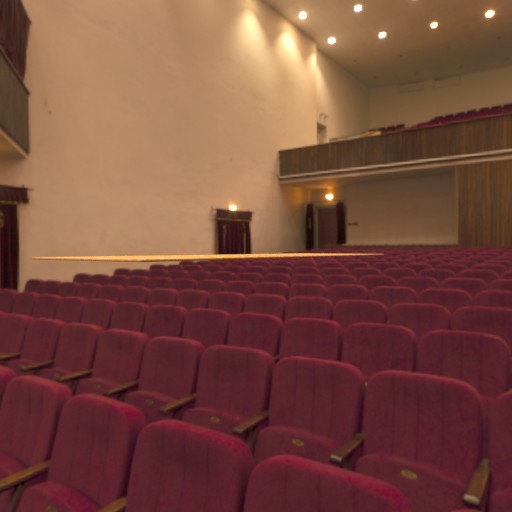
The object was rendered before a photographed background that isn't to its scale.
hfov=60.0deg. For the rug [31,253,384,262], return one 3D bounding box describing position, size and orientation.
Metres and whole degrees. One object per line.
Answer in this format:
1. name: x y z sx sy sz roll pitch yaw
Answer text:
1. rug: 0.000 0.000 2.769 0.775 0.010 2.438 1 1 36
